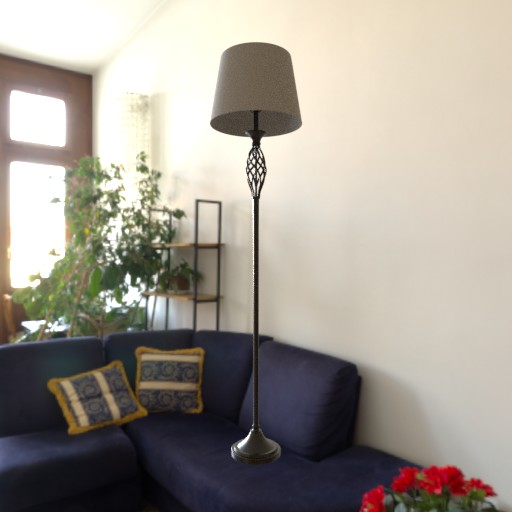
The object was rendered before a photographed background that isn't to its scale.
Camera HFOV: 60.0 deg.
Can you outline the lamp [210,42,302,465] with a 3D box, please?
[{"bbox_3d":[0.000,0.000,1.824,0.379,1.623,0.379,0,0,0],"label":"lamp"}]
